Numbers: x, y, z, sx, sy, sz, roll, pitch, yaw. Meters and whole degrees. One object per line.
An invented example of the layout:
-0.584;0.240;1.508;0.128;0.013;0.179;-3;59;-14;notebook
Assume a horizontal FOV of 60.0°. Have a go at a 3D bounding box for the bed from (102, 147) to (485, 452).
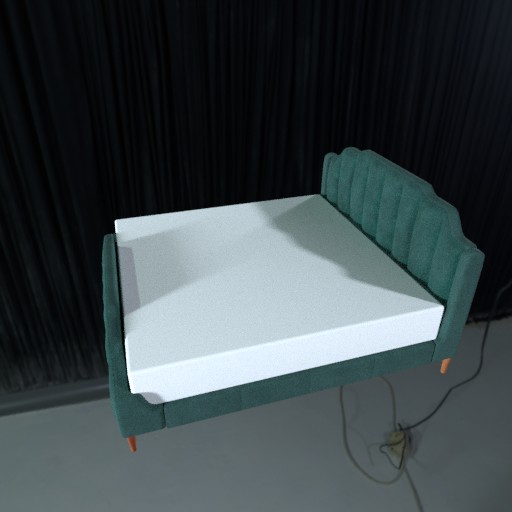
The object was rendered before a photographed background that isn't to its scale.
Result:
0.000;0.000;3.475;2.340;1.245;2.074;-9;32;-15;bed
